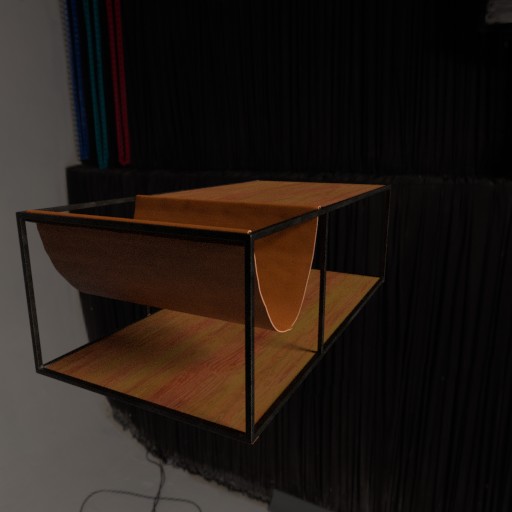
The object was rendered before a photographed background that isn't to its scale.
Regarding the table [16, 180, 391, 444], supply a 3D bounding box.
[{"bbox_3d":[0.000,0.000,1.426,0.597,0.403,1.199,7,15,26],"label":"table"}]
